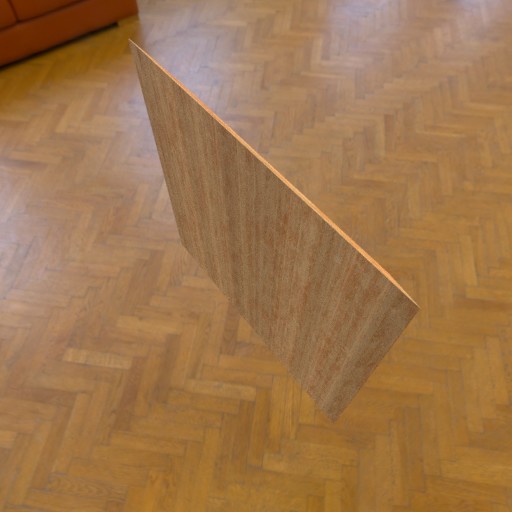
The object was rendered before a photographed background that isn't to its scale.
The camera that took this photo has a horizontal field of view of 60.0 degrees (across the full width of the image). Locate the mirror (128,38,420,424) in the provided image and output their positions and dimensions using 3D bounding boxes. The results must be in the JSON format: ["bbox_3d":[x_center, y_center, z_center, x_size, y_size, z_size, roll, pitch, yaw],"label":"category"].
[{"bbox_3d":[0.000,0.000,0.915,0.047,0.651,0.651,-34,64,-19],"label":"mirror"}]
